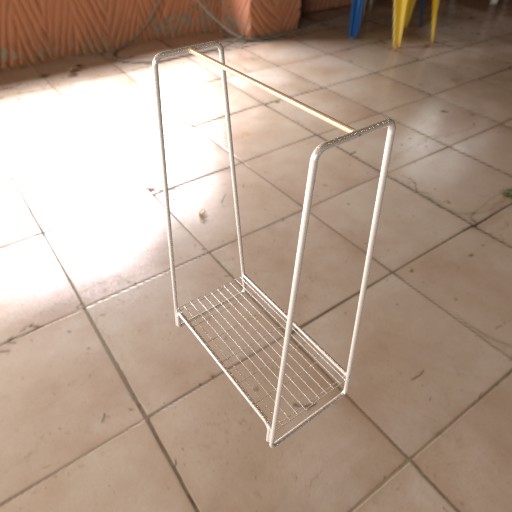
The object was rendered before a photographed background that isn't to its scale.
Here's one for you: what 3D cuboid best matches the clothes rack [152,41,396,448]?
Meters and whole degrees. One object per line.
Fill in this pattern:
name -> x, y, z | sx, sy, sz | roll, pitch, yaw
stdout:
clothes rack -> 0.000, 0.000, 1.919 | 0.495, 1.500, 0.900 | -26, 48, -26
